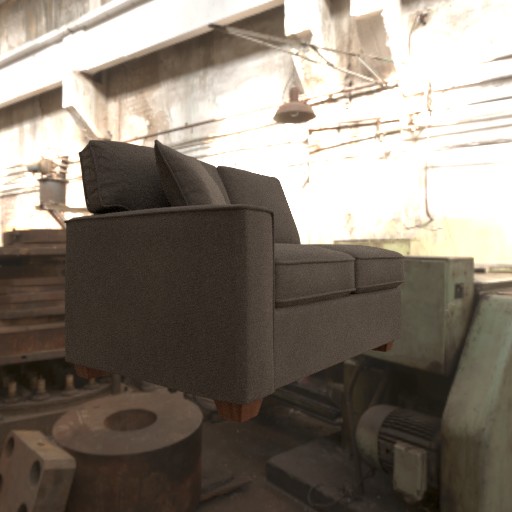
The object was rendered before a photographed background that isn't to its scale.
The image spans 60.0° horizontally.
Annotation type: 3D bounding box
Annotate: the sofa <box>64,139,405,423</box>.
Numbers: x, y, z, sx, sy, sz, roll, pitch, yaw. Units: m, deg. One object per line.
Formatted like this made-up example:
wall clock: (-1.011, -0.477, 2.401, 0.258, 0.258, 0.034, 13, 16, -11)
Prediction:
sofa: (0.000, 0.000, 2.092, 0.991, 0.989, 1.388, 0, 0, 37)
